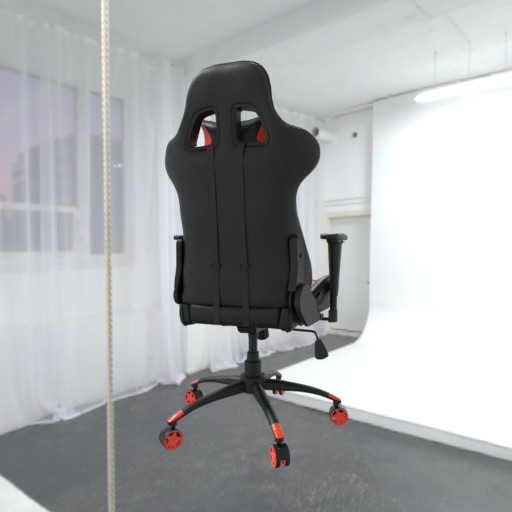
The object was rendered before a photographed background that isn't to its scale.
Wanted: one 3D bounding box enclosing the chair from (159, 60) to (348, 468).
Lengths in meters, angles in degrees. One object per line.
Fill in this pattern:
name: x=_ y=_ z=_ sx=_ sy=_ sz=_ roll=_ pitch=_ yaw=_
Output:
chair: x=0.000 y=0.000 z=1.724 sx=0.695 sy=1.282 sz=0.730 roll=0 pitch=1 yaw=19
